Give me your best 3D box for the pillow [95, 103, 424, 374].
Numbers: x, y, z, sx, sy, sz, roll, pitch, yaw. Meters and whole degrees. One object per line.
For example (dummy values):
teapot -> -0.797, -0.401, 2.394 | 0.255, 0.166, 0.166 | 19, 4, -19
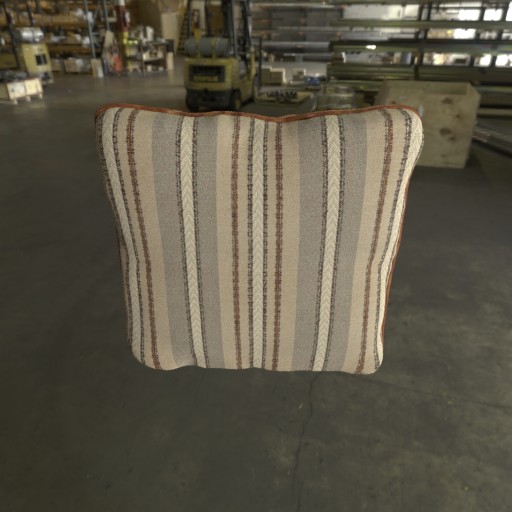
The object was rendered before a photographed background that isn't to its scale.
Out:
pillow -> 0.000, 0.000, 0.748 | 0.489, 0.490, 0.130 | 1, 28, 2
